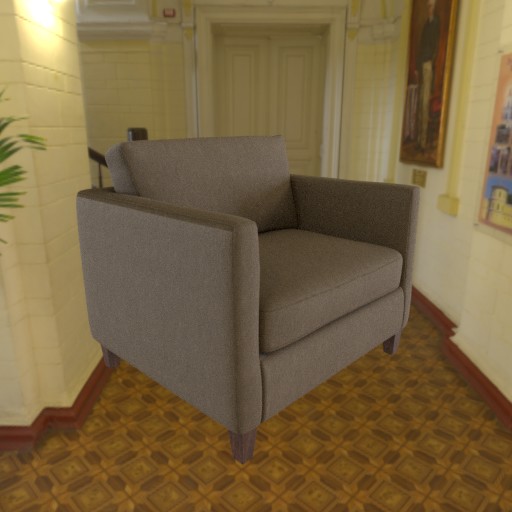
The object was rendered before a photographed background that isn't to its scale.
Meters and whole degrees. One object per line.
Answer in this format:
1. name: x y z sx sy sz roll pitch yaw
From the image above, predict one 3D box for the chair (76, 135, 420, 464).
1. chair: 0.000 0.000 1.853 0.959 0.963 1.107 15 22 42
